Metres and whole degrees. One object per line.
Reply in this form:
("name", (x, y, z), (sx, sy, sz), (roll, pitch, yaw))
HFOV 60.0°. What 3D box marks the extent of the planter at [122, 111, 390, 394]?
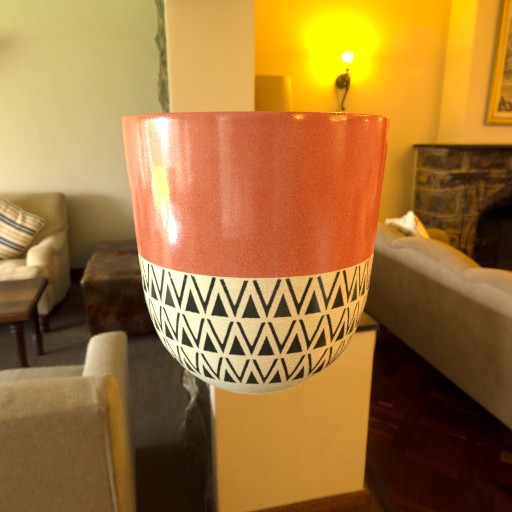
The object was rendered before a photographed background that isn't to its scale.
("planter", (0.000, 0.000, 0.362), (0.195, 0.214, 0.195), (0, 15, 0))
